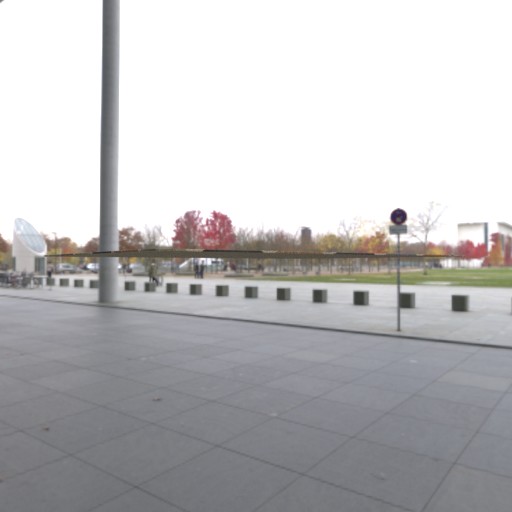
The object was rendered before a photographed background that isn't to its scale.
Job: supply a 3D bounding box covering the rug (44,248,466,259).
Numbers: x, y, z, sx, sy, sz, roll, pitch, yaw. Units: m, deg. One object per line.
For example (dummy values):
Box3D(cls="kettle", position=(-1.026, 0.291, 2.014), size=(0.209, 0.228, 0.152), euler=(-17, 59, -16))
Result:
Box3D(cls="rug", position=(0.000, 0.000, 4.206), size=(3.200, 0.013, 2.439), euler=(1, -1, -38))
